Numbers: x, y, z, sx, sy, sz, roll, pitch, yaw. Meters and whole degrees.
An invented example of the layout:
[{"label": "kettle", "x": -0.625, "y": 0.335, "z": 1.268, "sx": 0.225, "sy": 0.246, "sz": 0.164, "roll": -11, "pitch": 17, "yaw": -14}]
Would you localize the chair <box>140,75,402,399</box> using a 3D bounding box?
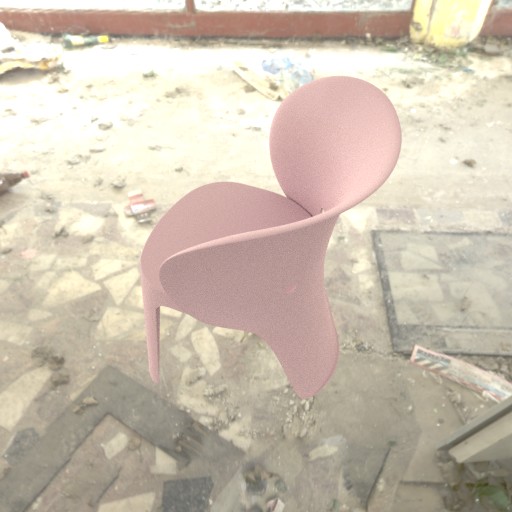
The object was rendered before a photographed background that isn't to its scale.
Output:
[{"label": "chair", "x": 0.000, "y": 0.000, "z": 0.828, "sx": 0.402, "sy": 0.554, "sz": 0.451, "roll": 17, "pitch": 49, "yaw": 15}]
